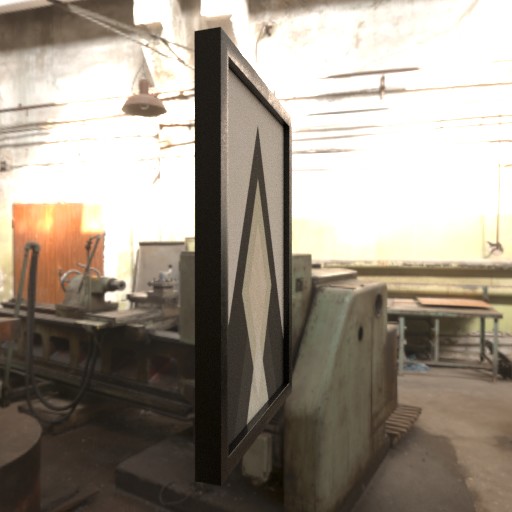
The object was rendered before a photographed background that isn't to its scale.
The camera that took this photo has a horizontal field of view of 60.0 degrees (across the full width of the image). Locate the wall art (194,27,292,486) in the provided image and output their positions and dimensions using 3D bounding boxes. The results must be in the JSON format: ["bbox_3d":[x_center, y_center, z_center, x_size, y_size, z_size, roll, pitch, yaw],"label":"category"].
[{"bbox_3d":[0.000,0.000,0.594,0.031,0.457,0.313,0,1,18],"label":"wall art"}]
